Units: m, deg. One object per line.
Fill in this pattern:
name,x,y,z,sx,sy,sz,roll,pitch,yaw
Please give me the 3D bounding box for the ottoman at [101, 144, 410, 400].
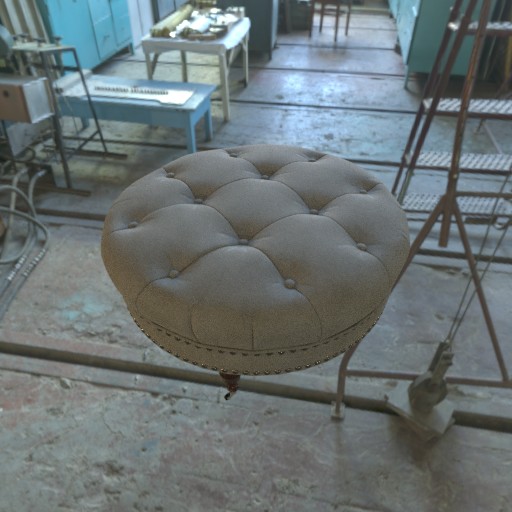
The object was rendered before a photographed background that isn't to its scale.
ottoman,0.000,0.000,1.422,0.901,0.439,0.901,0,40,0
